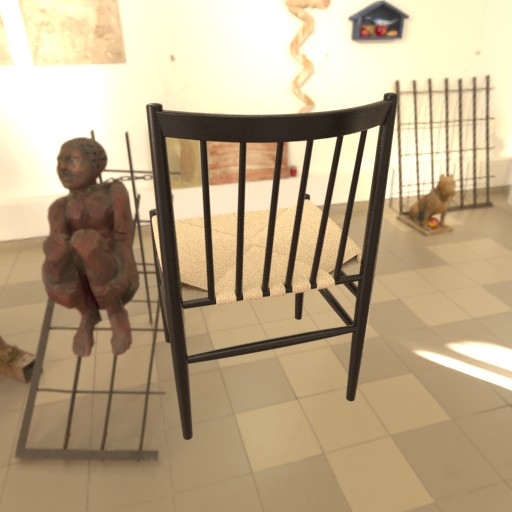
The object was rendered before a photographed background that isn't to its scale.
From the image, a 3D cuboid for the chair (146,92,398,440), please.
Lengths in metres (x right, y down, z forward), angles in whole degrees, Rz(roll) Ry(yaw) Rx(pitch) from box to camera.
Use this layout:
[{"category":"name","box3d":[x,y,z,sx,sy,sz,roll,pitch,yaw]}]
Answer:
[{"category":"chair","box3d":[0.000,0.000,1.140,0.495,0.818,0.516,-8,29,-14]}]
